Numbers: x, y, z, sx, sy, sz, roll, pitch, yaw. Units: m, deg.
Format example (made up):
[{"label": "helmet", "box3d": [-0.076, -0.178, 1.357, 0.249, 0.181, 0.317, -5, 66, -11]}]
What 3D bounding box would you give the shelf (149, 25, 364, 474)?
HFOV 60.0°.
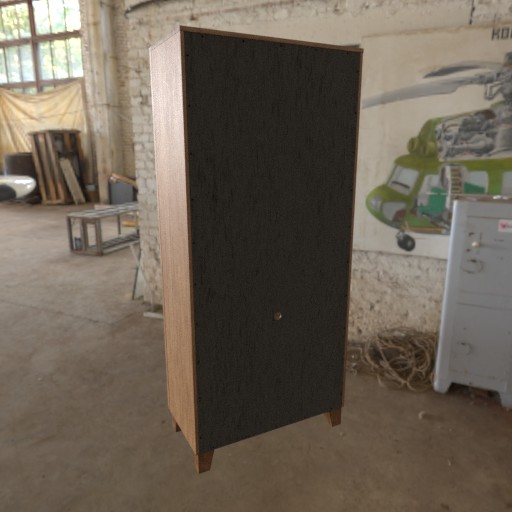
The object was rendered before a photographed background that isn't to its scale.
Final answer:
[{"label": "shelf", "box3d": [0.000, 0.000, 2.235, 0.864, 1.930, 0.453, -7, 16, -27]}]
